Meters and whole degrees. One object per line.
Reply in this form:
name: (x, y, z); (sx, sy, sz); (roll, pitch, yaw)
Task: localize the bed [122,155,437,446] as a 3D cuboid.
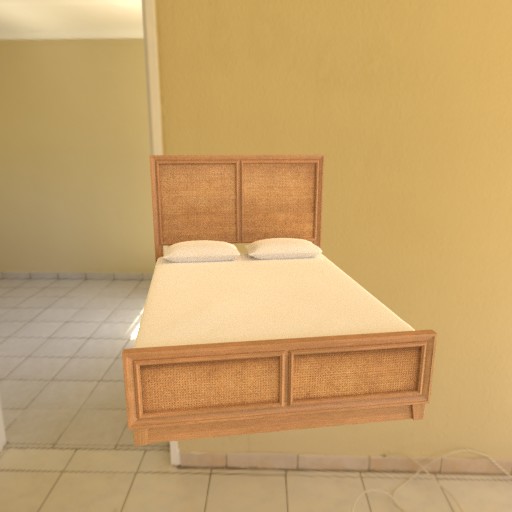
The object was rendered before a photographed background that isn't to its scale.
bed: (0.000, 0.000, 3.222); (1.606, 1.387, 2.184); (-2, 14, -8)
